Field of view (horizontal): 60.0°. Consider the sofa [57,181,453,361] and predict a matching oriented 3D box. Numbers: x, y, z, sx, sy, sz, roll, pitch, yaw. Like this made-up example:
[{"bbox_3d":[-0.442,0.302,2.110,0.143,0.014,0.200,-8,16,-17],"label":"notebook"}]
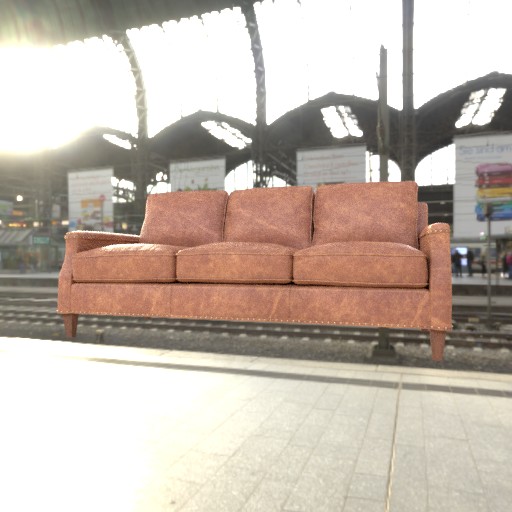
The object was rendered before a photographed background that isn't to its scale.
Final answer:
[{"bbox_3d":[0.000,0.000,2.884,2.246,1.003,1.084,0,0,17],"label":"sofa"}]
